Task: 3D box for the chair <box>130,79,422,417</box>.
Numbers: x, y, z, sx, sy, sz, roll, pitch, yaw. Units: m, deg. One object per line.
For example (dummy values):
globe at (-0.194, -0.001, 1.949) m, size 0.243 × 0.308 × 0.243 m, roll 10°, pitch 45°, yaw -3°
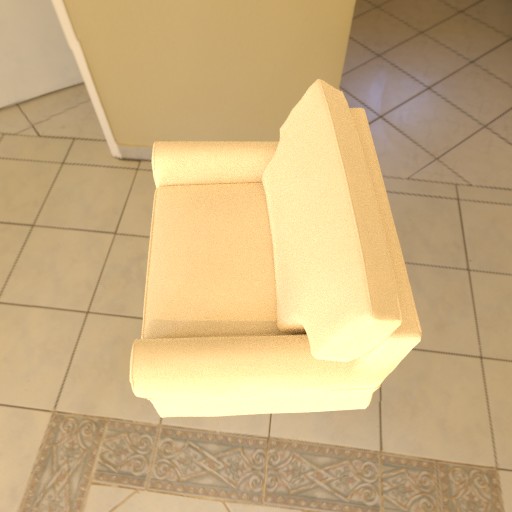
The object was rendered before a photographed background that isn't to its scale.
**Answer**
chair at (0.000, 0.000, 1.757) m, size 0.904 × 0.958 × 1.099 m, roll -2°, pitch 58°, yaw -1°
